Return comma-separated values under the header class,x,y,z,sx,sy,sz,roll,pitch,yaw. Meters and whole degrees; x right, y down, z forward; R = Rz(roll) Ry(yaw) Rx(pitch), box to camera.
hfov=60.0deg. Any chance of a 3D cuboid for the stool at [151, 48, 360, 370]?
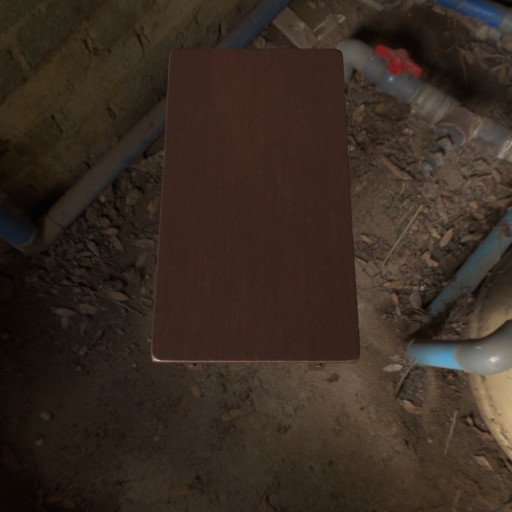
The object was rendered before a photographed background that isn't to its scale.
class,x,y,z,sx,sy,sz,roll,pitch,yaw
stool,0.000,0.000,0.827,0.322,0.610,0.406,0,75,0
